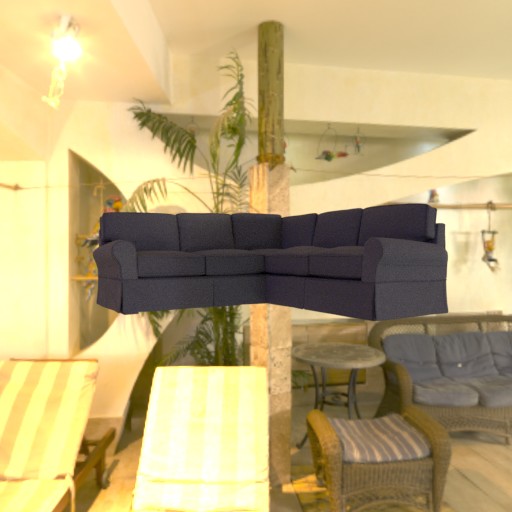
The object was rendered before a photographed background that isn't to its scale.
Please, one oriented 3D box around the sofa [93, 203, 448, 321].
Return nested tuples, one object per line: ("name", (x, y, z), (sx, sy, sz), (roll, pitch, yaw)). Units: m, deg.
("sofa", (0.000, 0.000, 5.212), (3.773, 1.169, 2.874), (0, 0, -1))
